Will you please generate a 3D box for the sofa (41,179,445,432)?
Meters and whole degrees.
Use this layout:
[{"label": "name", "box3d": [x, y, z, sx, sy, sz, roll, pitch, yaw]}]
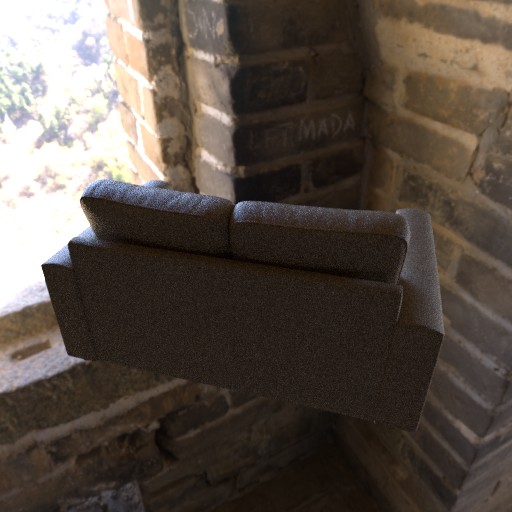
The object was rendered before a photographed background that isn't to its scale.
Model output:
[{"label": "sofa", "box3d": [0.000, 0.000, 2.152, 1.616, 0.873, 1.016, 8, 33, 13]}]
